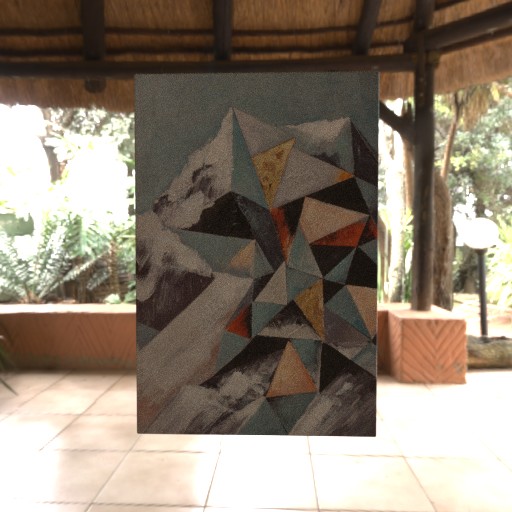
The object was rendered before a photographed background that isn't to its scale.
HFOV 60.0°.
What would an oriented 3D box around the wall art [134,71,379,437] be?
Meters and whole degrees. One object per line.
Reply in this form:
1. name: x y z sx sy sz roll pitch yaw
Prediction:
1. wall art: 0.000 0.000 1.139 0.609 0.911 0.061 0 2 2
